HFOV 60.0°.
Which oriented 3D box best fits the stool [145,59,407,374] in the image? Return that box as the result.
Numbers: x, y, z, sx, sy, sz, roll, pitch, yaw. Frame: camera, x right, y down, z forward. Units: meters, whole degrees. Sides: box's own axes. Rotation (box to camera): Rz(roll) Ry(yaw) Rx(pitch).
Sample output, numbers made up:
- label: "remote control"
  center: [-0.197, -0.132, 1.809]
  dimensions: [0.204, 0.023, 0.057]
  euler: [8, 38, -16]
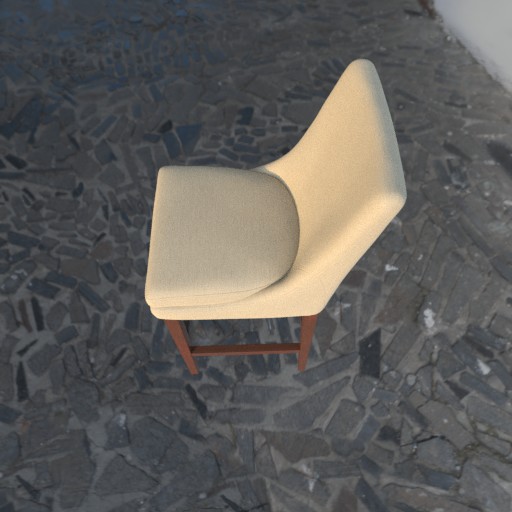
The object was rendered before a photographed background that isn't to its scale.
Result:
- label: "stool"
  center: [0.000, 0.000, 1.361]
  dimensions: [0.577, 1.078, 0.470]
  euler: [-1, 60, -1]
